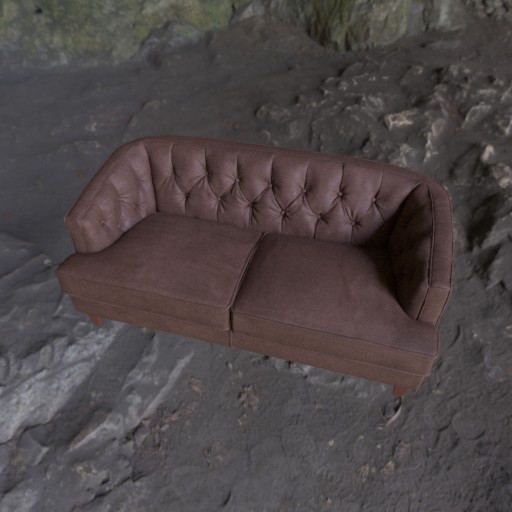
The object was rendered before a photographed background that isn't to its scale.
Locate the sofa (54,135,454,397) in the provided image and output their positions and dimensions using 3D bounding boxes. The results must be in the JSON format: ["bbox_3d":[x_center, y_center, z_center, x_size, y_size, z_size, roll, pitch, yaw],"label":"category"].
[{"bbox_3d":[0.000,0.000,2.261,1.767,0.799,0.917,11,42,12],"label":"sofa"}]
